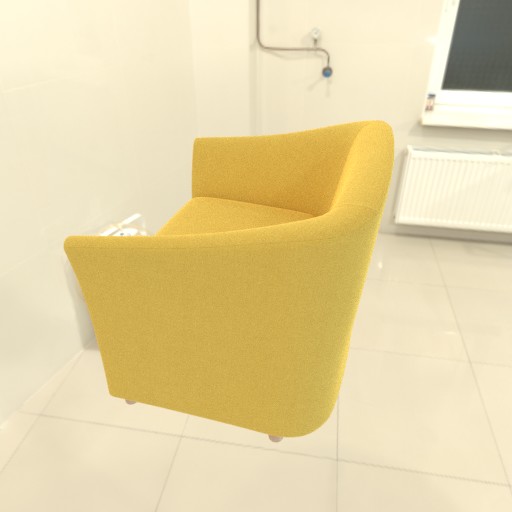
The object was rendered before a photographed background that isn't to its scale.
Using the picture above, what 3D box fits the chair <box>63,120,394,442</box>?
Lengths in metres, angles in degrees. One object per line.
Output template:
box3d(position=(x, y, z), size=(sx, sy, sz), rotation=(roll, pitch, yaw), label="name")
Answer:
box3d(position=(0.000, 0.000, 1.344), size=(0.700, 0.720, 0.790), rotation=(9, 34, 14), label="chair")
